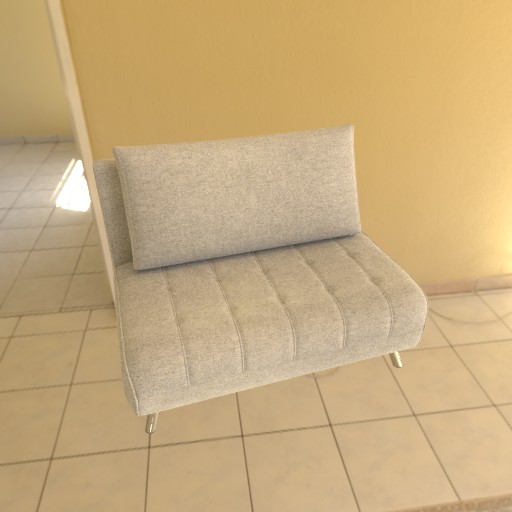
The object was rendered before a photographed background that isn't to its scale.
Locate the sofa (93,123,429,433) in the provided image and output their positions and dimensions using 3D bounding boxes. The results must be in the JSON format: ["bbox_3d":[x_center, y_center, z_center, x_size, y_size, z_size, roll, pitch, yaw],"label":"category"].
[{"bbox_3d":[0.000,0.000,1.909,1.220,0.910,0.910,-10,34,-15],"label":"sofa"}]
